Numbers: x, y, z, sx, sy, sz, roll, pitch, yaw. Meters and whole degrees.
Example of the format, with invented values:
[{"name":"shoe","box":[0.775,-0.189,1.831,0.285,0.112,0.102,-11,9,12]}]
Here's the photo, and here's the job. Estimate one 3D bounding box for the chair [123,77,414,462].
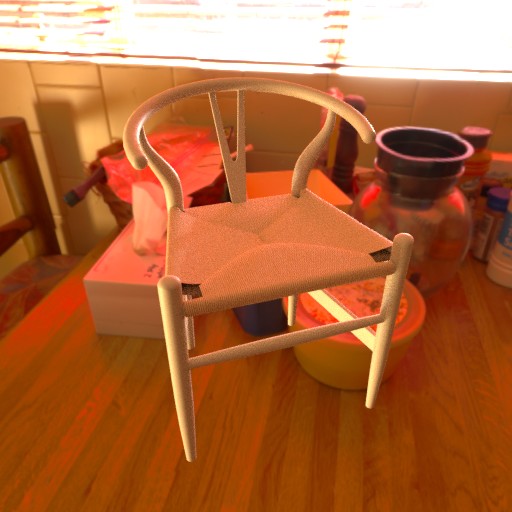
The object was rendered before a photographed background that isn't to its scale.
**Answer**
[{"name":"chair","box":[0.000,0.000,1.079,0.533,0.736,0.500,-10,34,-16]}]
